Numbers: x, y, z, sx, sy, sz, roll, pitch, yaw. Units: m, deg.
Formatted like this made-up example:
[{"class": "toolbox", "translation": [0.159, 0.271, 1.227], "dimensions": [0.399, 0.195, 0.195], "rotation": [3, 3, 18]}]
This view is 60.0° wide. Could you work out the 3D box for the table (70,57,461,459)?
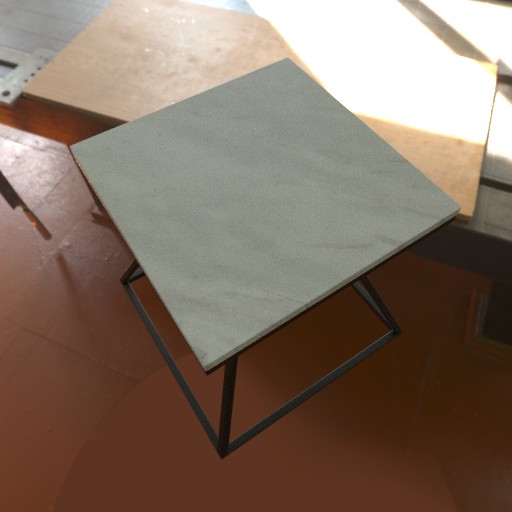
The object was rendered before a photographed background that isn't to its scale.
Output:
[{"class": "table", "translation": [0.000, 0.000, 0.816], "dimensions": [0.455, 0.431, 0.455], "rotation": [-29, 62, -17]}]
